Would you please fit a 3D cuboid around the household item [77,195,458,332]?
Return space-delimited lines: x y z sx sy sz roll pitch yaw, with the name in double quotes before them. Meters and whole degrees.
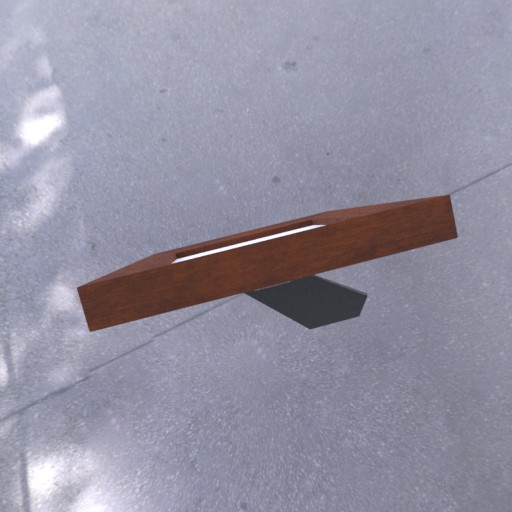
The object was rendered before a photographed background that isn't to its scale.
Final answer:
"household item" 0.000 0.000 0.287 0.160 0.204 0.096 -14 76 -4
